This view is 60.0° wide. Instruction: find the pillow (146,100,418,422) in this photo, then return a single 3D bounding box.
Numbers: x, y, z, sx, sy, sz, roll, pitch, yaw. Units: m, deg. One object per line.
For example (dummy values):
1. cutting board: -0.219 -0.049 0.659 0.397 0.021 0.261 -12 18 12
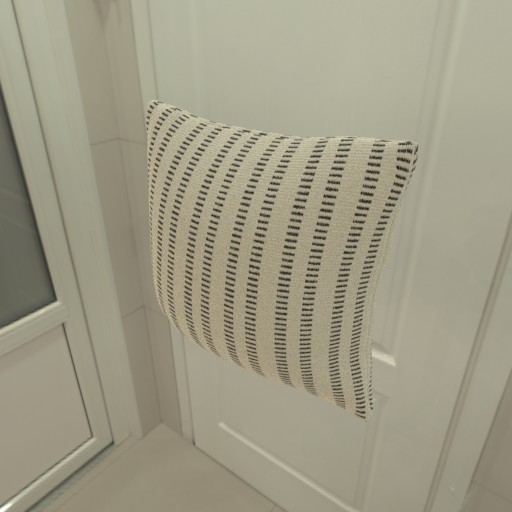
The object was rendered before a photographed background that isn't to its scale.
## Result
1. pillow: 0.000 0.000 0.683 0.438 0.419 0.247 20 35 32
